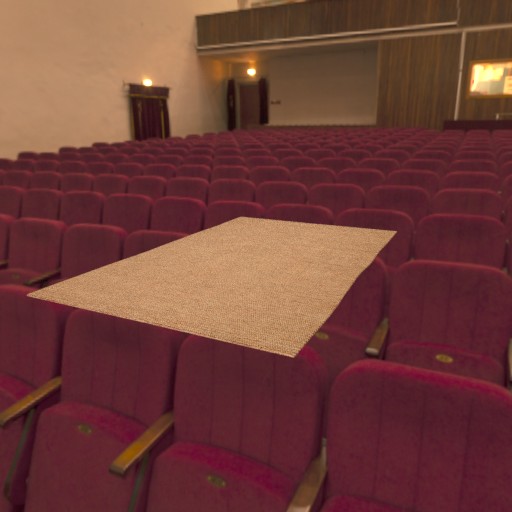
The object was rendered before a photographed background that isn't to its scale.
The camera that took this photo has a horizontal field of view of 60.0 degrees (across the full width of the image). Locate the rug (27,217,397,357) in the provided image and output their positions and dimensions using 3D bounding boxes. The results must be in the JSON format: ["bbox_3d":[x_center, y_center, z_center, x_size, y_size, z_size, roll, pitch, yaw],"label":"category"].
[{"bbox_3d":[0.000,0.000,3.088,1.533,0.011,2.439,8,18,25],"label":"rug"}]
